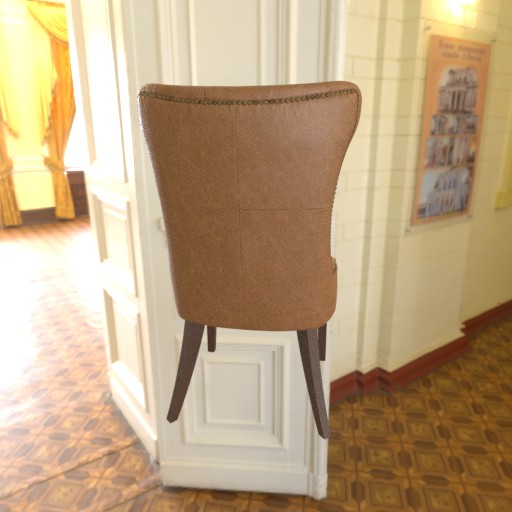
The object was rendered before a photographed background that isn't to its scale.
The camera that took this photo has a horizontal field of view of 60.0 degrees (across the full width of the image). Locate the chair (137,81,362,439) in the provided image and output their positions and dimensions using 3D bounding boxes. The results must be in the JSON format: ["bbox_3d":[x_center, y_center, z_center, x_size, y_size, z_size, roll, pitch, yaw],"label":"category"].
[{"bbox_3d":[0.000,0.000,1.501,0.611,1.065,0.669,3,17,9],"label":"chair"}]
